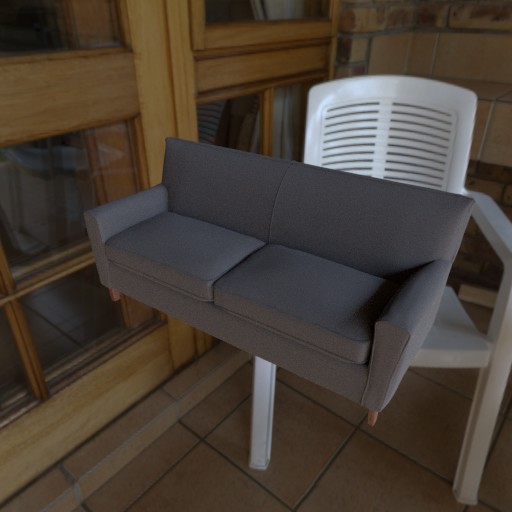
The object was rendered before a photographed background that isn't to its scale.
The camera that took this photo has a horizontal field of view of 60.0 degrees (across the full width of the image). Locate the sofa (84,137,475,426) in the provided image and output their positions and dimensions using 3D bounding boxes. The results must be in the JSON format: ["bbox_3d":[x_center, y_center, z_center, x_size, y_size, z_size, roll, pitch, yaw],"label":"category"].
[{"bbox_3d":[0.000,0.000,2.534,2.002,0.907,0.843,19,35,29],"label":"sofa"}]
